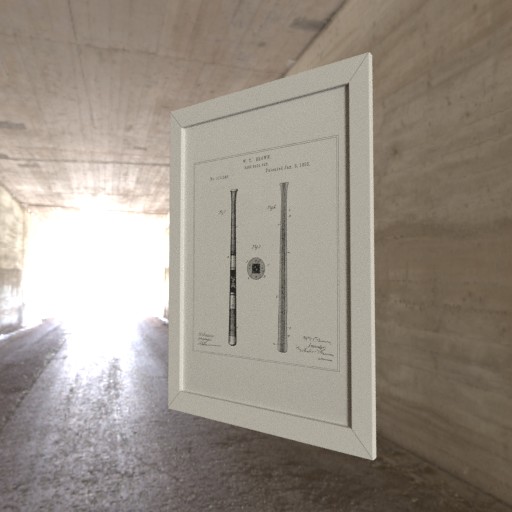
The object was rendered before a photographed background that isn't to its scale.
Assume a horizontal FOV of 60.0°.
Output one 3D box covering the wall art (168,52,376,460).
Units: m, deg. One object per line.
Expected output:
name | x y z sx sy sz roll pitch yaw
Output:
wall art | 0.000 0.000 0.686 0.374 0.529 0.012 -2 -3 35
